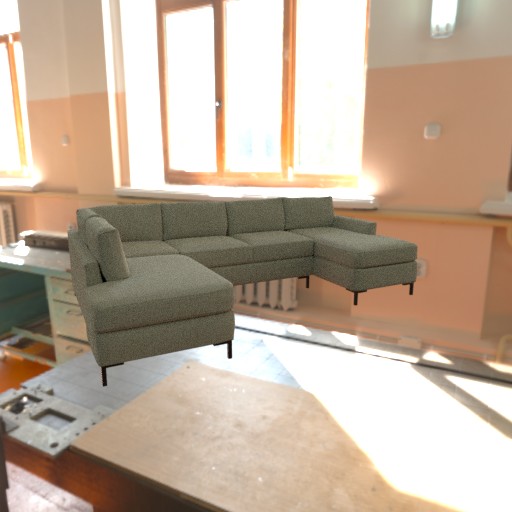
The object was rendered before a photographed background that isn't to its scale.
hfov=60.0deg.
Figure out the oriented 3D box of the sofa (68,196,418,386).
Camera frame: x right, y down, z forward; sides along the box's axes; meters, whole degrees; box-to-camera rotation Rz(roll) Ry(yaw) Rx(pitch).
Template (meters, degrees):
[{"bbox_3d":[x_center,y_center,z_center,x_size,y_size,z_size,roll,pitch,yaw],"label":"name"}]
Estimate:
[{"bbox_3d":[0.000,0.000,3.904,2.984,0.862,1.989,-6,14,-26],"label":"sofa"}]
